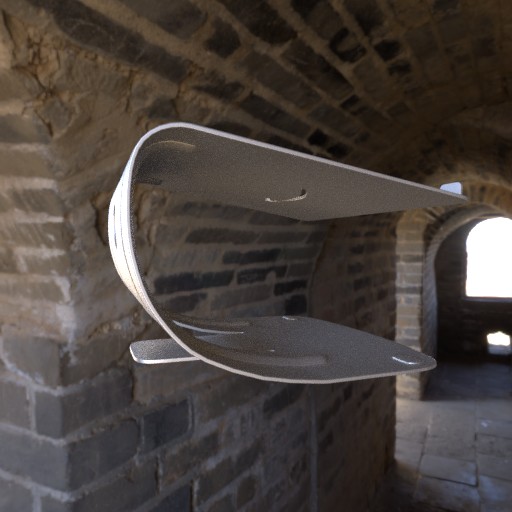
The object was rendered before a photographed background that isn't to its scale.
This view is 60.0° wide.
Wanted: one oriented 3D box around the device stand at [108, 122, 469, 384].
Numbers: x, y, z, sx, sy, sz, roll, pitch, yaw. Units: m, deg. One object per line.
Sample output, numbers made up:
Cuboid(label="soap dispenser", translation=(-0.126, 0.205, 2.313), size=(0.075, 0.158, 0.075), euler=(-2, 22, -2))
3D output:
Cuboid(label="device stand", translation=(0.000, 0.000, 0.388), size=(0.236, 0.155, 0.256), euler=(0, 1, -20))
